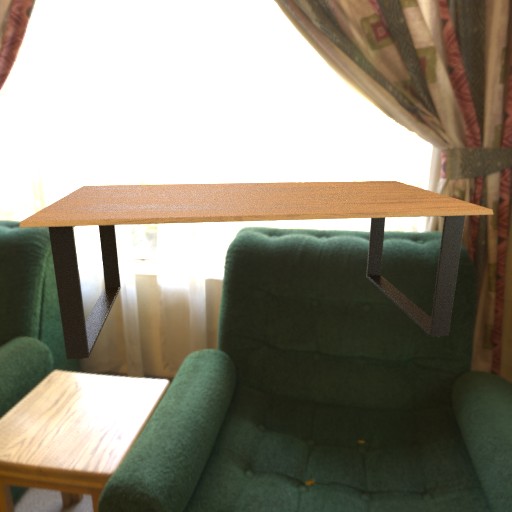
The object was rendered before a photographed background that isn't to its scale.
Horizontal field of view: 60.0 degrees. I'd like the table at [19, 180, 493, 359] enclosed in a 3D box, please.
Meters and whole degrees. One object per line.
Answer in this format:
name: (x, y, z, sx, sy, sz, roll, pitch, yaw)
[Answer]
table: (0.000, 0.000, 1.624, 1.331, 0.445, 0.693, -2, 17, -7)
